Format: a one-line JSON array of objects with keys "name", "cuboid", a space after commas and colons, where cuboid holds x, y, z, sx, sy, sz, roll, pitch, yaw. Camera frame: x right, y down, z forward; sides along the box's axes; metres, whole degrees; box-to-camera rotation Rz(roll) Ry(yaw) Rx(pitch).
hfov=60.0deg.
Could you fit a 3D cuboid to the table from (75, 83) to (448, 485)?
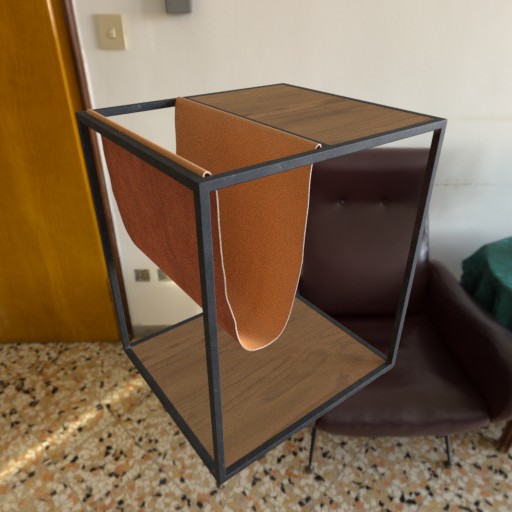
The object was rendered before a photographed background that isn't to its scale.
[{"name": "table", "cuboid": [0.000, 0.000, 0.847, 0.450, 0.536, 0.399, -21, 37, -31]}]
